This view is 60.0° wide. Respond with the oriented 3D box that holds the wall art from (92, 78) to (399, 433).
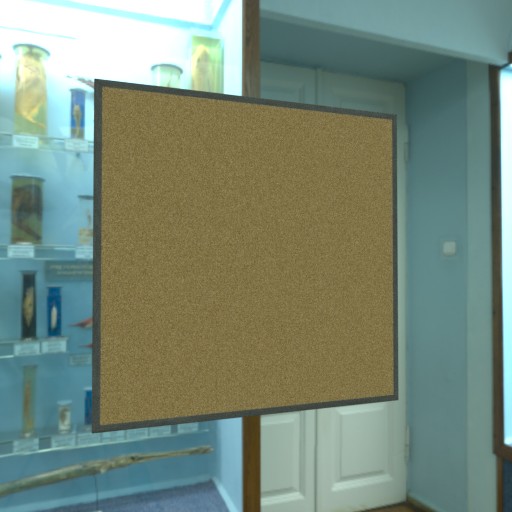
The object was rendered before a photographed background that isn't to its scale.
[{"bbox_3d":[0.000,0.000,0.440,0.303,0.302,0.038,0,-1,-18],"label":"wall art"}]
